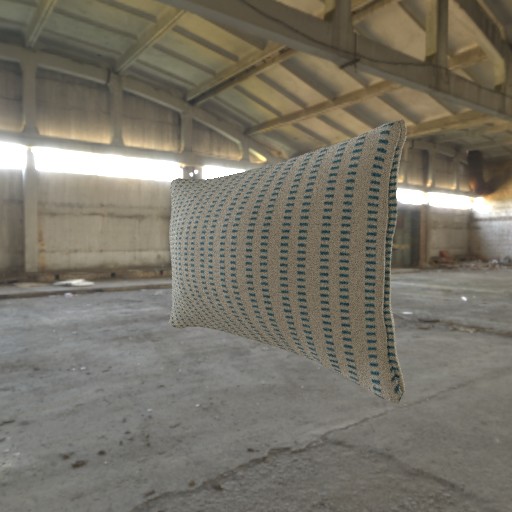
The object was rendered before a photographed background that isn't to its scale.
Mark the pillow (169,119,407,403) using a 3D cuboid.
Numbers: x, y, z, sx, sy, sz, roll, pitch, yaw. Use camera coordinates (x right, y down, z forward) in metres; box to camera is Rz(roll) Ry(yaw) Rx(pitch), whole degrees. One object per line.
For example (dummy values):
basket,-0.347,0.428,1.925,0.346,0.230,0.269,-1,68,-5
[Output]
pillow,0.000,0.000,0.806,0.210,0.353,0.640,-1,2,-37
